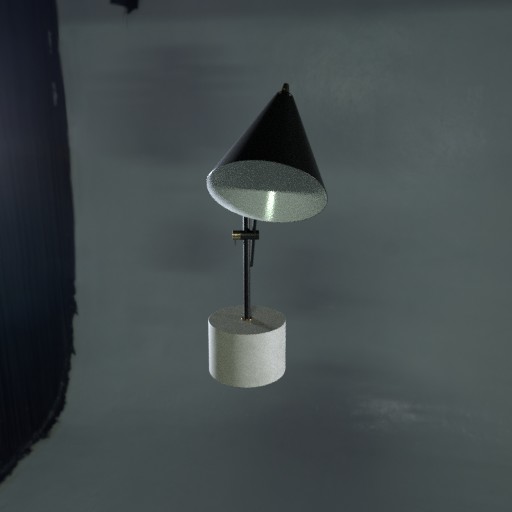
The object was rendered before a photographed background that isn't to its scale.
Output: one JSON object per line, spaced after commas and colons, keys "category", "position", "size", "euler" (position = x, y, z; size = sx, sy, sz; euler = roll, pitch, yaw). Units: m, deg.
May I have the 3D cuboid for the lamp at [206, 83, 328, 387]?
{"category": "lamp", "position": [0.000, 0.000, 0.723], "size": [0.214, 0.518, 0.403], "euler": [2, 14, 7]}
